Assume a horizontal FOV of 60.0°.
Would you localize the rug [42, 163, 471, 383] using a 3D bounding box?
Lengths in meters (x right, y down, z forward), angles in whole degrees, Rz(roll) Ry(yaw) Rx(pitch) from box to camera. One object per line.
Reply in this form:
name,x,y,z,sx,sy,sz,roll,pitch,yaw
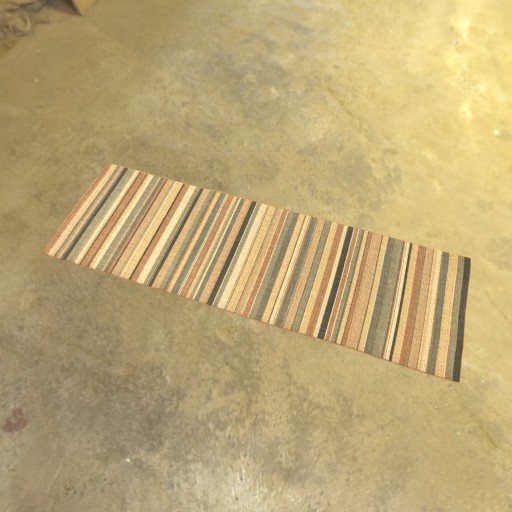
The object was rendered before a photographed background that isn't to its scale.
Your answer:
rug,0.000,0.000,2.647,2.444,0.010,0.799,16,58,10
